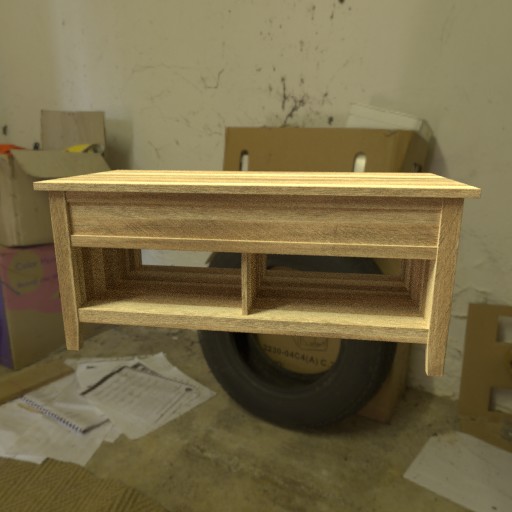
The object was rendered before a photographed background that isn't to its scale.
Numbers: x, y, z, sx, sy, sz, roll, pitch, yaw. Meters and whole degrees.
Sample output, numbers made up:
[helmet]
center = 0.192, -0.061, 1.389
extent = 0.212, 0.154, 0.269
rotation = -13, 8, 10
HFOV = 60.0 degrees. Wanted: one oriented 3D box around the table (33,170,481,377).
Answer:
[table]
center = 0.000, 0.000, 1.367
extent = 1.095, 0.480, 0.493
rotation = 2, 15, 8
